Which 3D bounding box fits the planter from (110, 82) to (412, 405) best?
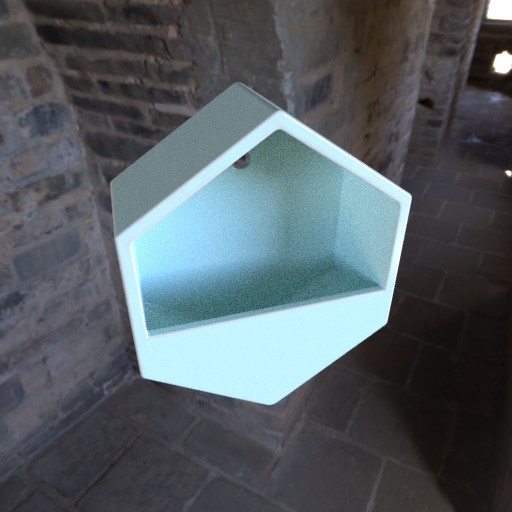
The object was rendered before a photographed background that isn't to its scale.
[{"bbox_3d":[0.000,0.000,0.295,0.169,0.207,0.078,-9,33,-15],"label":"planter"}]
